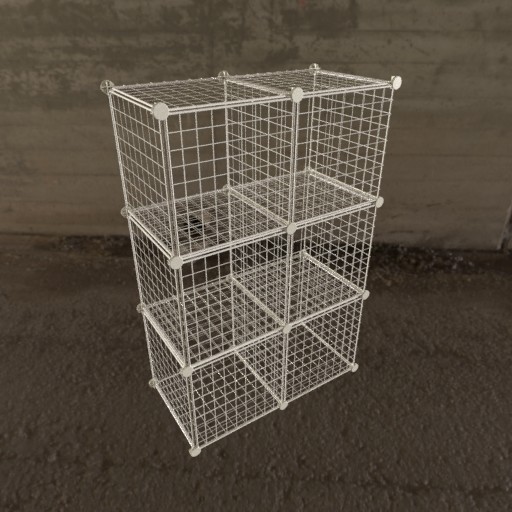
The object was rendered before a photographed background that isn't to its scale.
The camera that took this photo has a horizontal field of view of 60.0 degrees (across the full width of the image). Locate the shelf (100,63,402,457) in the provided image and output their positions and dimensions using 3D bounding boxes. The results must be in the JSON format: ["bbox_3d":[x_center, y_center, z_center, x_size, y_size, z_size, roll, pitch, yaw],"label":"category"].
[{"bbox_3d":[0.000,0.000,1.420,0.711,1.067,0.356,-18,34,-28],"label":"shelf"}]
